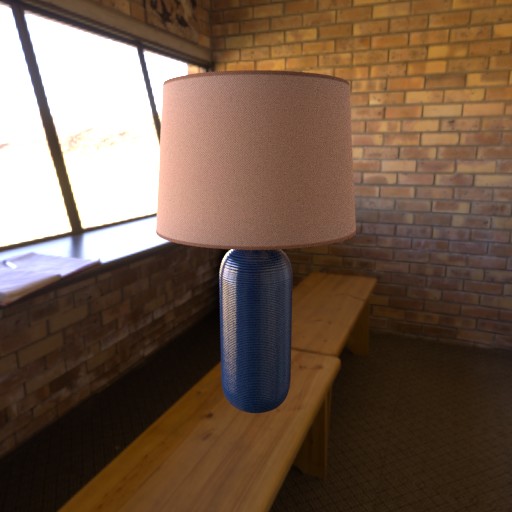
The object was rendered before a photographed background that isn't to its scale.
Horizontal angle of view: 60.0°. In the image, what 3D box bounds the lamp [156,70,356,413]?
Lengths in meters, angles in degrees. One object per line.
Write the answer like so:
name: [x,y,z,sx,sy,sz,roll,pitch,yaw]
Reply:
lamp: [0.000,0.000,0.844,0.367,0.609,0.367,0,13,0]
